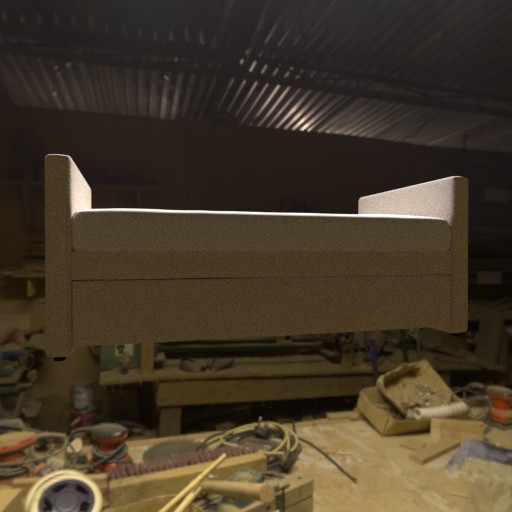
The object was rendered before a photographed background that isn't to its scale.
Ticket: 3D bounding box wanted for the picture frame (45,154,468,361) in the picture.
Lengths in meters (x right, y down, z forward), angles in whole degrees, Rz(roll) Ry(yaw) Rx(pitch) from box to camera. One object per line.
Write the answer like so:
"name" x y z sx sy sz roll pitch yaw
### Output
"picture frame" 0.000 0.000 2.676 2.161 0.891 1.069 0 1 -16
